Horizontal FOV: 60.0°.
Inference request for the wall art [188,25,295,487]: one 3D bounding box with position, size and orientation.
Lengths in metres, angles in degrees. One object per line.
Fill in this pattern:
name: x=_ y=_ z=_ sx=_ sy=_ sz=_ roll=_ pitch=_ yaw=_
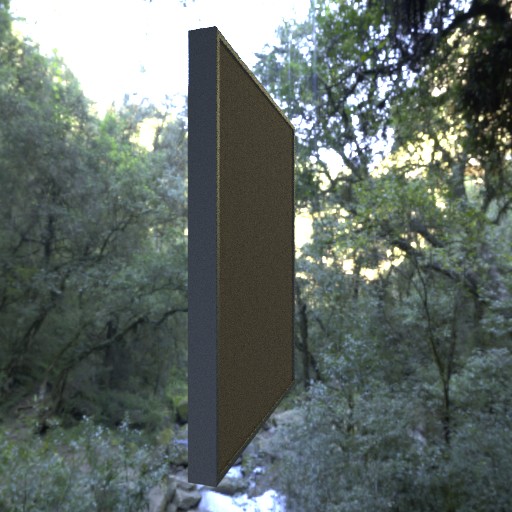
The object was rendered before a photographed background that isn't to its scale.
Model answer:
wall art: x=0.000 y=0.000 z=0.749 sx=0.039 sy=0.553 sz=0.445 roll=0 pitch=0 yaw=17
